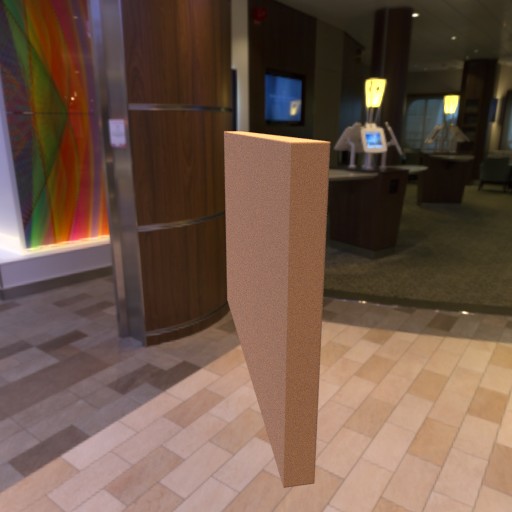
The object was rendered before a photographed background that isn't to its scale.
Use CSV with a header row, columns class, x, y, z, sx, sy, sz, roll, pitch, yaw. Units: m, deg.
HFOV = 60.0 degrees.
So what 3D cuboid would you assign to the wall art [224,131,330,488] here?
class,x,y,z,sx,sy,sz,roll,pitch,yaw
wall art,0.000,0.000,0.772,0.039,0.407,0.609,-3,17,-10
